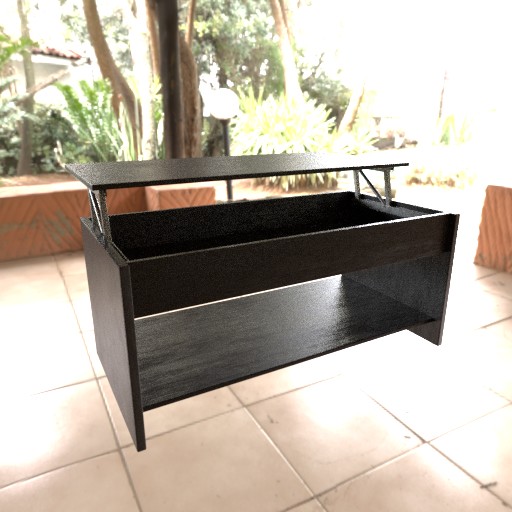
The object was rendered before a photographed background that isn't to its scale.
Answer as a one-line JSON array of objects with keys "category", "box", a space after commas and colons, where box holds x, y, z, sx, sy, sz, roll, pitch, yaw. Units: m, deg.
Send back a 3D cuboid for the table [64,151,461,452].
[{"category": "table", "box": [0.000, 0.000, 1.431, 1.000, 0.570, 0.712, -10, 20, -27]}]
